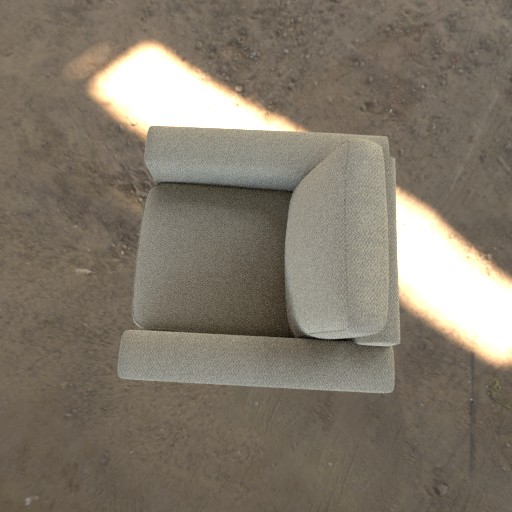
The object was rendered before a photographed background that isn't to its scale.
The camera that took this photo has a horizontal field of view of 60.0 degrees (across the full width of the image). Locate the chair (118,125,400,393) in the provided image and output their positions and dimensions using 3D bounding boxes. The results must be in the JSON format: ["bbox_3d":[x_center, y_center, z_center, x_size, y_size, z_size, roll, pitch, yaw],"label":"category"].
[{"bbox_3d":[0.000,0.000,1.792,1.016,0.873,1.005,3,76,1],"label":"chair"}]
